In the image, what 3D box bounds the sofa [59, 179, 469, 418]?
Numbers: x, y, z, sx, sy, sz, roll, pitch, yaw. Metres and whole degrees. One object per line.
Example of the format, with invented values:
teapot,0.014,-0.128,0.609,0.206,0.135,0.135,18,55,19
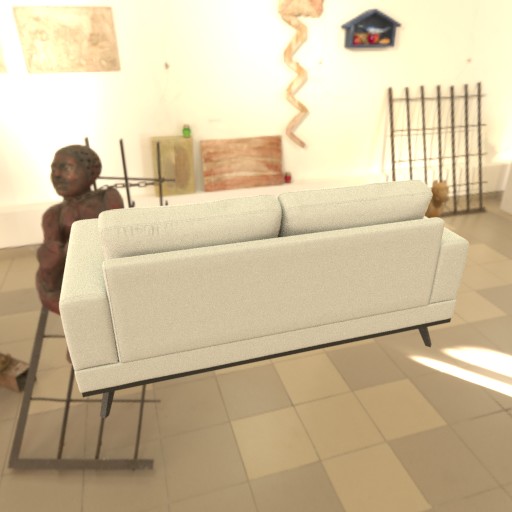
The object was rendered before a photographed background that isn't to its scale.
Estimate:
sofa,0.000,0.000,2.131,1.650,0.810,0.920,-8,28,-15
